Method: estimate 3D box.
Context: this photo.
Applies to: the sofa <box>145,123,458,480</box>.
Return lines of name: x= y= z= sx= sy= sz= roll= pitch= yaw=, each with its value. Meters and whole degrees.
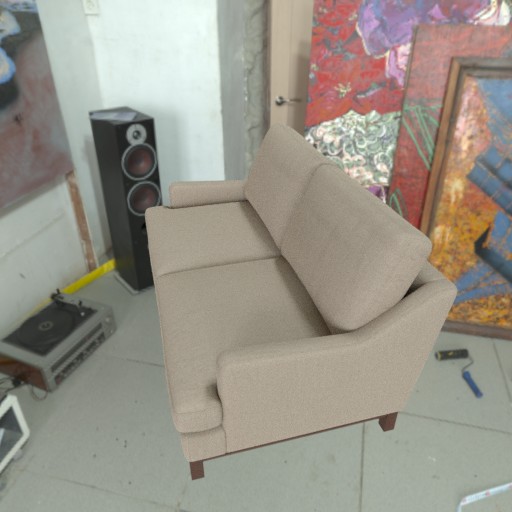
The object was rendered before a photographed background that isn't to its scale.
sofa: x=0.000 y=0.000 z=2.168 sx=1.004 sy=0.910 sz=1.619 roll=-8 pitch=32 yaw=-13
